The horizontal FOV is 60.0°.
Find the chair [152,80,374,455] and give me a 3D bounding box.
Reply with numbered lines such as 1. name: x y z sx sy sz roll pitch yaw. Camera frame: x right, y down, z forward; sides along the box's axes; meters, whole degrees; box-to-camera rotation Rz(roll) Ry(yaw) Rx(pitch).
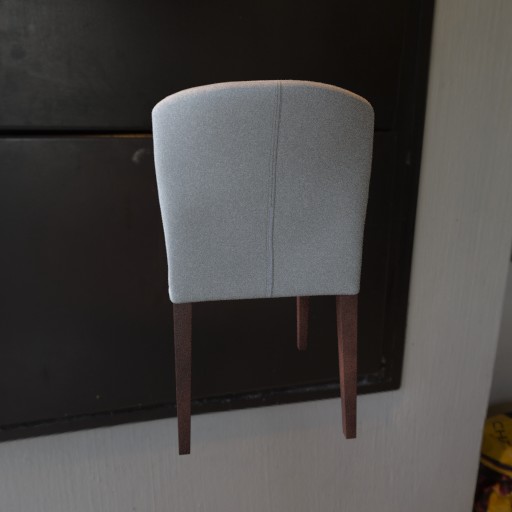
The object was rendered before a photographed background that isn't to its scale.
1. chair: 0.000 0.000 1.214 0.491 0.839 0.592 -2 15 -8
